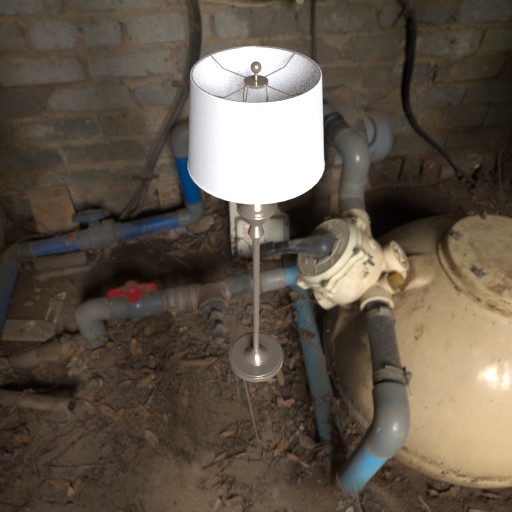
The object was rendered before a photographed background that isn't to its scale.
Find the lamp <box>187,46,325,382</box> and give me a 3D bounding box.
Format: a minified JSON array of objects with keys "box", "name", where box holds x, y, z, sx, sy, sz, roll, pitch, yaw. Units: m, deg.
[{"box":[0.000,0.000,1.711,0.431,1.488,0.431,0,46,0],"name":"lamp"}]
